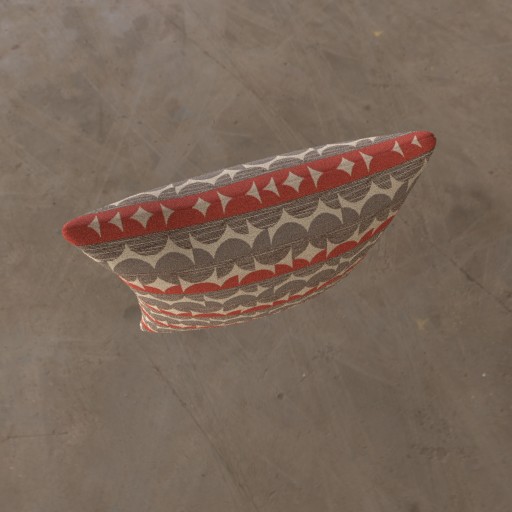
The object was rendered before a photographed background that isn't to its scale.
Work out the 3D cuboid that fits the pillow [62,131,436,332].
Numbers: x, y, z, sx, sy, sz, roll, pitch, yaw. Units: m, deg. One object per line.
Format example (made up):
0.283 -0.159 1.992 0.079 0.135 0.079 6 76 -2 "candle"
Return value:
0.000 0.000 0.648 0.420 0.410 0.180 -16 61 -9 "pillow"
